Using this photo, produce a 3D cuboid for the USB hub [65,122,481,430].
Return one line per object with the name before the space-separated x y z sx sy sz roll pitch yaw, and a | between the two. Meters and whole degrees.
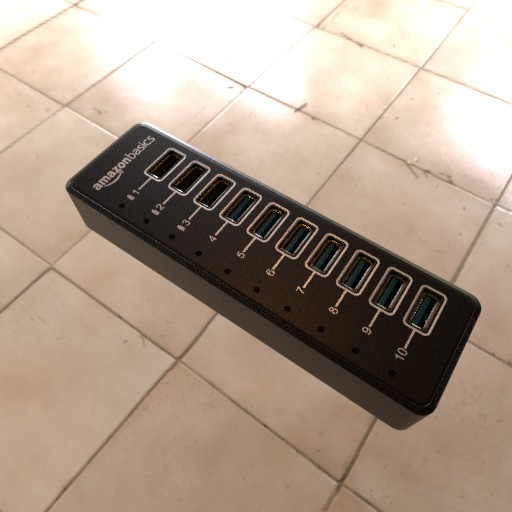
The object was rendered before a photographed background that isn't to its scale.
USB hub | 0.000 0.000 0.160 0.145 0.023 0.044 31 63 17
